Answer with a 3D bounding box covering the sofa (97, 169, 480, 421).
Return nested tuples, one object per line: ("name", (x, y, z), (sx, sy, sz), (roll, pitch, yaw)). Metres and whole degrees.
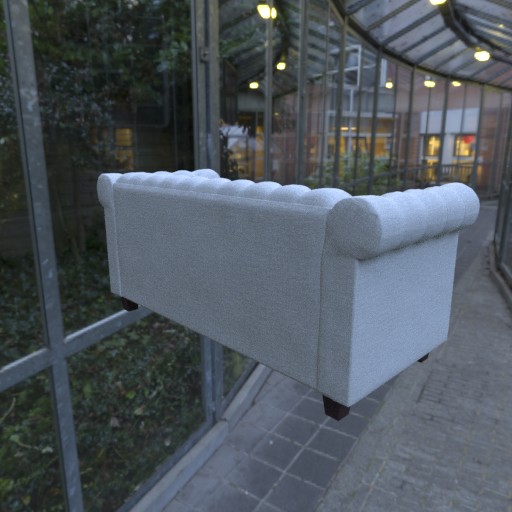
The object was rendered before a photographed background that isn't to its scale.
("sofa", (0.000, 0.000, 2.198), (0.783, 0.797, 1.798), (-13, 19, -43))
